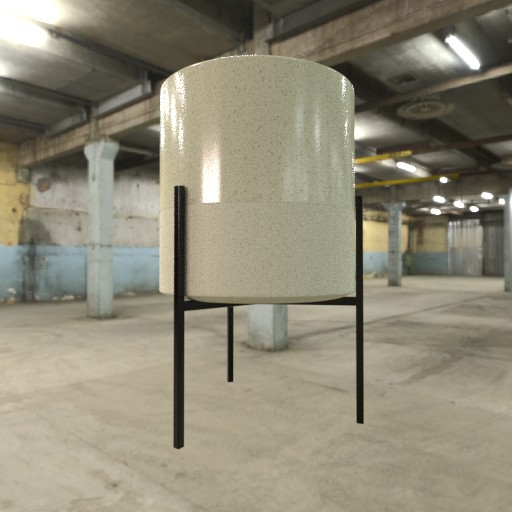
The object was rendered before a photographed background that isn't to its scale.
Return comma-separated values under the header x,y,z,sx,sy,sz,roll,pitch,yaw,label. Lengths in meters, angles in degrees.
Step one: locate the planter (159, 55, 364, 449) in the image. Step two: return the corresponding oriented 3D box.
x,y,z,sx,sy,sz,roll,pitch,yaw,label
0.000,0.000,0.548,0.234,0.390,0.243,0,-1,-19,planter
